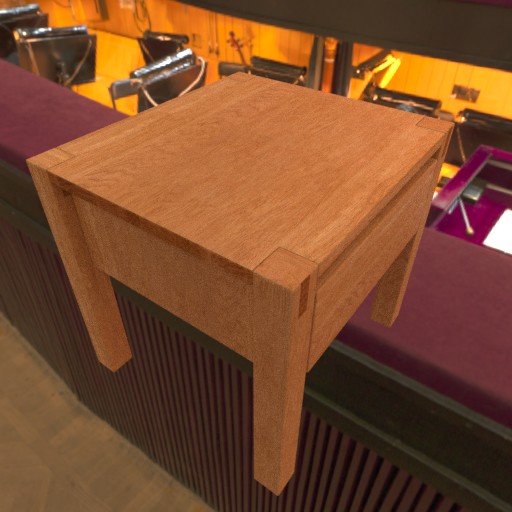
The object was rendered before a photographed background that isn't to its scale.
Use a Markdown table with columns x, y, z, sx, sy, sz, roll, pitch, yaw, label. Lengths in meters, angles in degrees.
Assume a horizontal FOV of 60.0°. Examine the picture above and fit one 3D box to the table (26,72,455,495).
| x | y | z | sx | sy | sz | roll | pitch | yaw | label |
| --- | --- | --- | --- | --- | --- | --- | --- | --- | --- |
| 0.000 | 0.000 | 0.804 | 0.440 | 0.450 | 0.480 | 25 | 46 | 27 | table |
